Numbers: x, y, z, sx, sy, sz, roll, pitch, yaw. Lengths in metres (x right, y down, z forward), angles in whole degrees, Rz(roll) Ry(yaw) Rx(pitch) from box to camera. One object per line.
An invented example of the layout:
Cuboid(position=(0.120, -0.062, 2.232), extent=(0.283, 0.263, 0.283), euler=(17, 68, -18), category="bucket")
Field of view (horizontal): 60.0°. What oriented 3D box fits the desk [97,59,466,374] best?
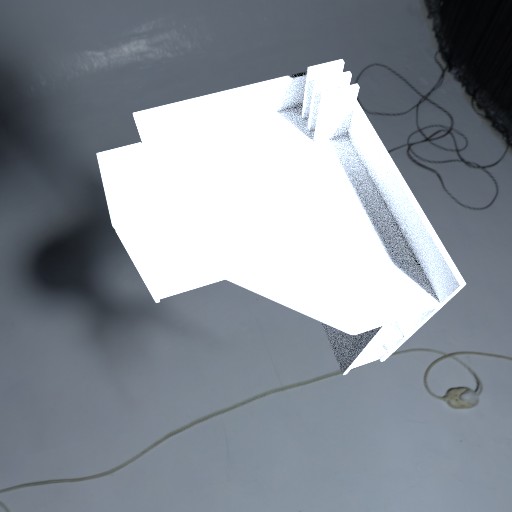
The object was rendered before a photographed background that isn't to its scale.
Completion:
Cuboid(position=(0.000, 0.000, 1.755), extent=(0.940, 0.986, 0.940), euler=(-17, 64, -8), category="desk")
